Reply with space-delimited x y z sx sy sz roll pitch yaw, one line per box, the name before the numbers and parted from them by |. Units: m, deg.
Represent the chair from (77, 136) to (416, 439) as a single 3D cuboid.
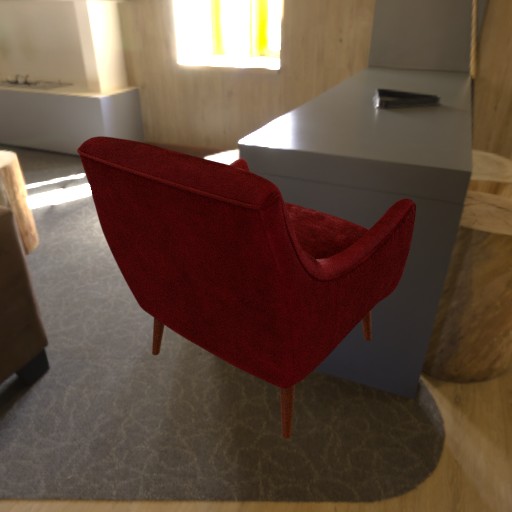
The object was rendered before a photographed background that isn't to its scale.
chair | 0.000 0.000 1.449 0.762 0.838 0.787 21 36 32
